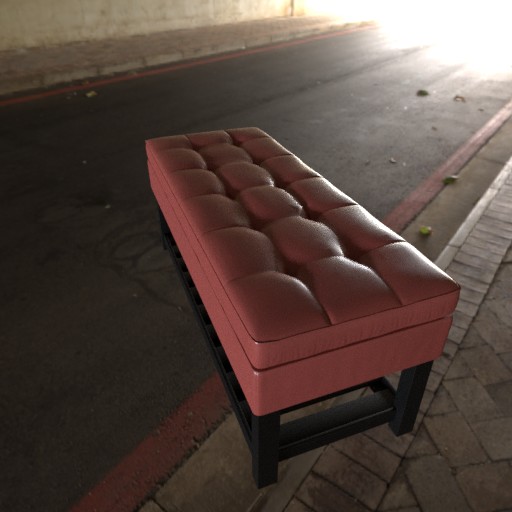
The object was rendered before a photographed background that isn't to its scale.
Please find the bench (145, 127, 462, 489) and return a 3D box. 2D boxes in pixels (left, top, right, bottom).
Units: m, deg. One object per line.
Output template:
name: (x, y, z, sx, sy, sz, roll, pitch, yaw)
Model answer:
bench: (0.000, 0.000, 1.312, 0.432, 0.460, 1.105, -12, 35, -18)
